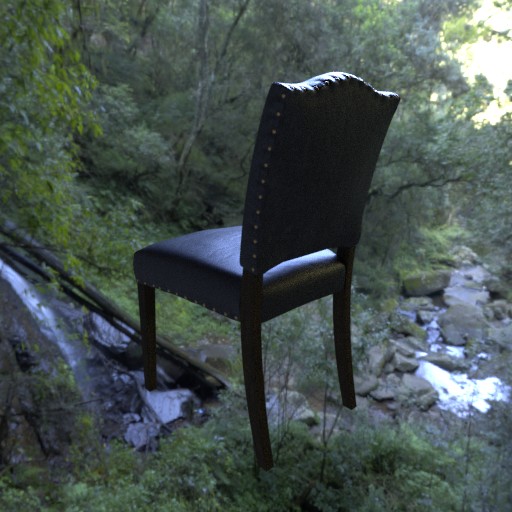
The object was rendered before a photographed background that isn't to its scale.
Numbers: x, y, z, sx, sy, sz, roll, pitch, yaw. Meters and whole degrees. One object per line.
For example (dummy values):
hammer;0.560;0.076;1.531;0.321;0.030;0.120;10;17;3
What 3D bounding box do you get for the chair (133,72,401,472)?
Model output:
chair;0.000;0.000;1.340;0.500;0.991;0.633;-15;22;-41
